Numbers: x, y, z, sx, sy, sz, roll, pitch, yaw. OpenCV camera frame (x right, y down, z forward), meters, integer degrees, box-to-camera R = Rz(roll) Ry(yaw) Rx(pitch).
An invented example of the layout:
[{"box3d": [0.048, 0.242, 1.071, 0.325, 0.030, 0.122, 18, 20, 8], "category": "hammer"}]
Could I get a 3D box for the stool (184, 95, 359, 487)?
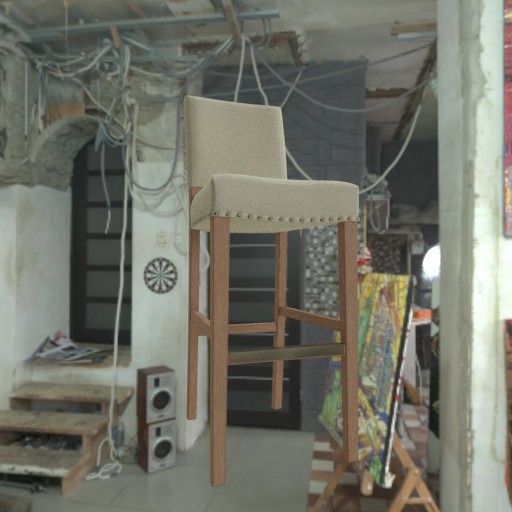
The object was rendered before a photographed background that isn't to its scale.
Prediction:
[{"box3d": [0.000, 0.000, 1.414, 0.428, 1.143, 0.546, 0, 0, -20], "category": "stool"}]
